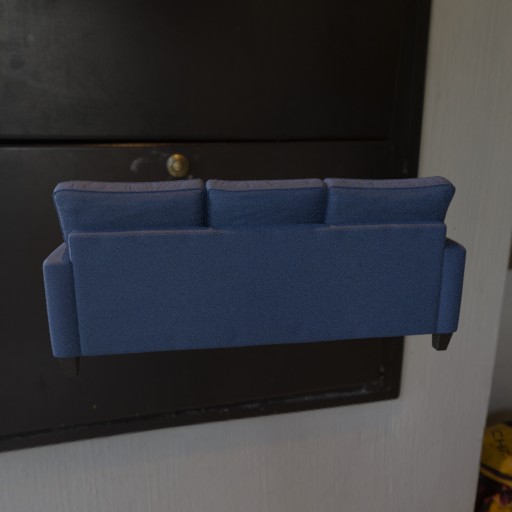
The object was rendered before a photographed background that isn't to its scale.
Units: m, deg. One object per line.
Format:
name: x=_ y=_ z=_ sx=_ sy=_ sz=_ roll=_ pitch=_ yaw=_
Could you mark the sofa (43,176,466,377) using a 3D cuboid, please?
sofa: x=0.000 y=0.000 z=2.655 sx=2.158 sy=0.965 sz=0.951 roll=-2 pitch=14 yaw=-8
